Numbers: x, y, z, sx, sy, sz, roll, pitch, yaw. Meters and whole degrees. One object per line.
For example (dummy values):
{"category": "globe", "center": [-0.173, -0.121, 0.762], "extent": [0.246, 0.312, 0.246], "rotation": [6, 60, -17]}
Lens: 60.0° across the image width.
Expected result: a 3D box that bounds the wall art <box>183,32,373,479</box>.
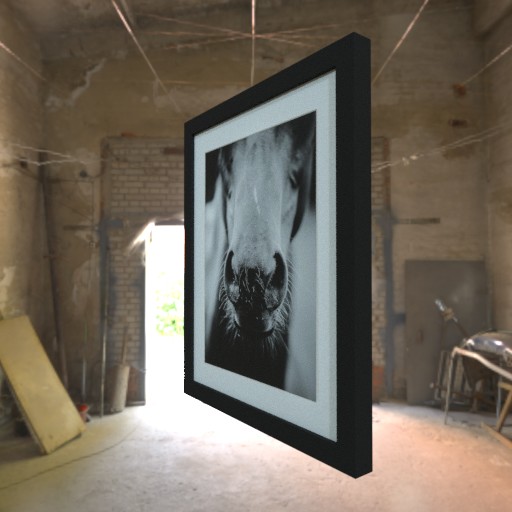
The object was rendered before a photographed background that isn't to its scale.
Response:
{"category": "wall art", "center": [0.000, 0.000, 0.538], "extent": [0.024, 0.404, 0.329], "rotation": [1, -1, -37]}
